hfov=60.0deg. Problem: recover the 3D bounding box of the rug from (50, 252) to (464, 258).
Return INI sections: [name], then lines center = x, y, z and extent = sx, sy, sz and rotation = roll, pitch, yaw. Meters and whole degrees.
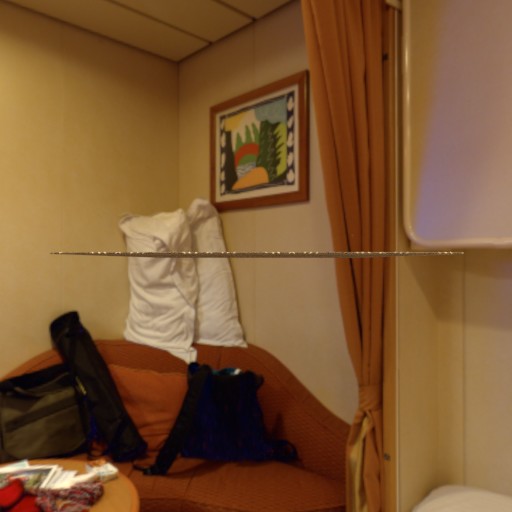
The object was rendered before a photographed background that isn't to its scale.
[rug]
center = 0.000, 0.000, 4.154
extent = 2.457, 0.012, 3.062
rotation = 0, -1, 0
